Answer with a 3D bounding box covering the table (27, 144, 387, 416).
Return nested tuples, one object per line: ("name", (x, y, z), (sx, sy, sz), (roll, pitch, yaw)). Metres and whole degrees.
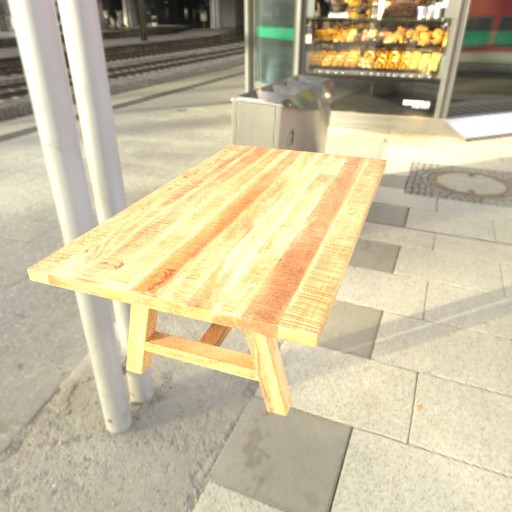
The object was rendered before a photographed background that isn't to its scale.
("table", (0.000, 0.000, 1.670), (0.760, 0.455, 1.320), (10, 30, 18))
